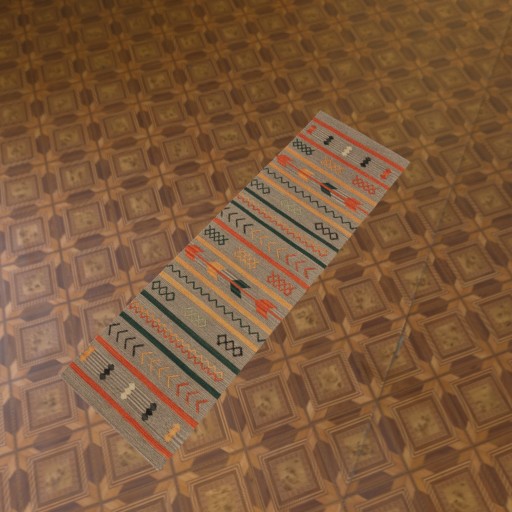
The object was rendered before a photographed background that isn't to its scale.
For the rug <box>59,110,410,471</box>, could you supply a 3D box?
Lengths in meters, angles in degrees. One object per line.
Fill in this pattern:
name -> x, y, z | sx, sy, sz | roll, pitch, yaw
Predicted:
rug -> 0.000, 0.000, 2.671 | 0.744, 0.022, 2.419 | 36, 69, 16
